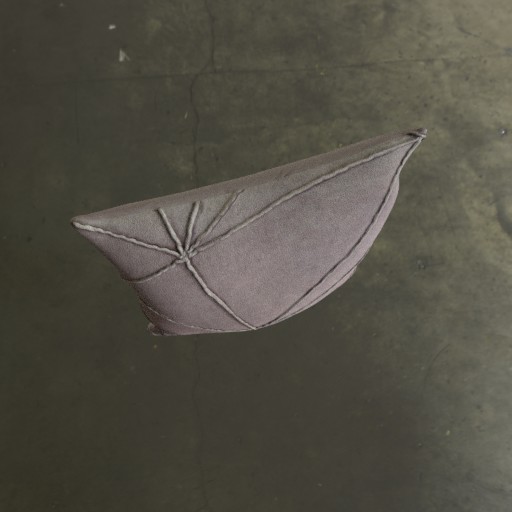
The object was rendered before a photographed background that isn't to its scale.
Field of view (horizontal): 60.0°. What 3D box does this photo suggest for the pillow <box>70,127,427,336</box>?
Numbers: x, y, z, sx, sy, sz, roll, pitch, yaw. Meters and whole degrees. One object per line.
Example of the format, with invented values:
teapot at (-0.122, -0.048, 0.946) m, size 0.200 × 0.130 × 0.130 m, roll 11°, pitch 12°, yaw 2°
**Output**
pillow at (0.000, 0.000, 0.696) m, size 0.439 × 0.440 × 0.185 m, roll -16°, pitch 66°, yaw -8°
